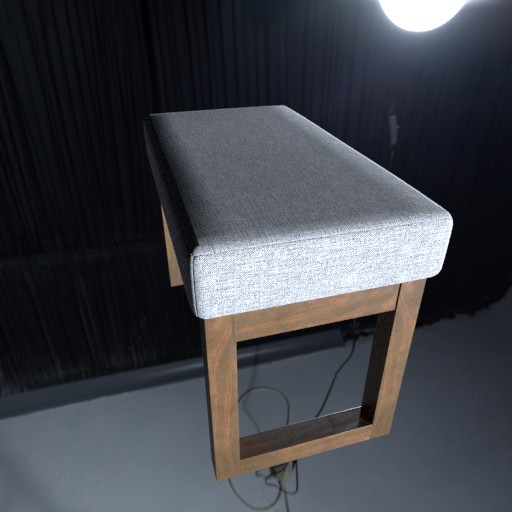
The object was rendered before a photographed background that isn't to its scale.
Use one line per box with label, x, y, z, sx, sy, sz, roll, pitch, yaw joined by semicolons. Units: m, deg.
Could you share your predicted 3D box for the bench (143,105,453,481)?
bench;0.000;0.000;0.937;0.366;0.467;0.681;-9;32;-14
